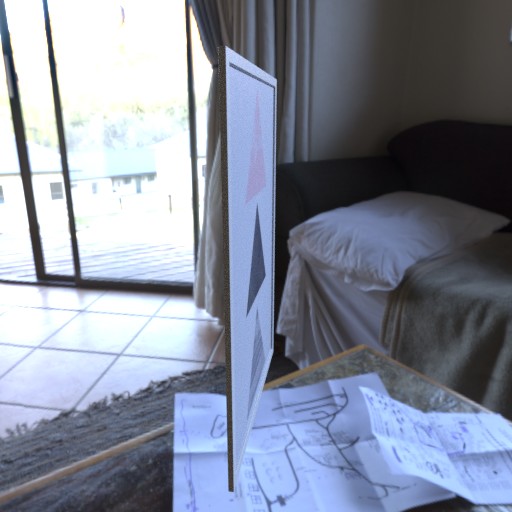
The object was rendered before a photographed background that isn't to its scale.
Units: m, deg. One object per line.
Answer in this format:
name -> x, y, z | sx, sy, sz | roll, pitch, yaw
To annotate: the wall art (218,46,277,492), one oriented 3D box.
wall art -> 0.000, 0.000, 1.195 | 0.013, 0.940, 0.659 | 3, 17, 10
